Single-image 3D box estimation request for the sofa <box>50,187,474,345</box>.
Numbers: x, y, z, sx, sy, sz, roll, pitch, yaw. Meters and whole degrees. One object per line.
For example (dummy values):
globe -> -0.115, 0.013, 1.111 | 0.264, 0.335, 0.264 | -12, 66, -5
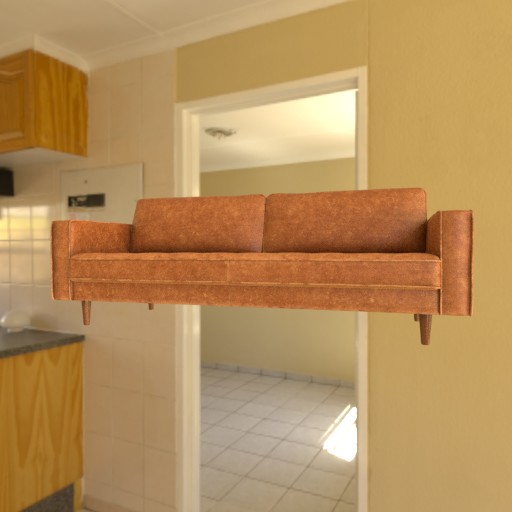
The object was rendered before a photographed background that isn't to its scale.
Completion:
sofa -> 0.000, 0.000, 2.565 | 2.199, 0.779, 0.886 | 0, 1, 17
